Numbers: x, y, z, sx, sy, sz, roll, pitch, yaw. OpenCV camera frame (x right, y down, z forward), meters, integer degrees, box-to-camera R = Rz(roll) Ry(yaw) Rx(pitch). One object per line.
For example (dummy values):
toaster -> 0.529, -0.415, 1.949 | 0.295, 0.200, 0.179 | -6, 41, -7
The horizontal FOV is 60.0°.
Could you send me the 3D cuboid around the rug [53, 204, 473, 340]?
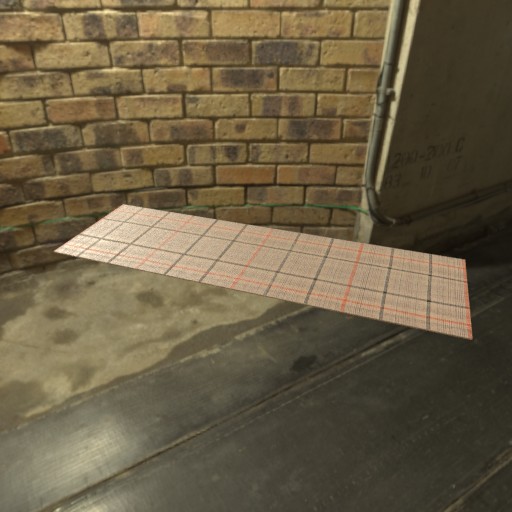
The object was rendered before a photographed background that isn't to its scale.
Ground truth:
rug -> 0.000, 0.000, 2.749 | 2.439, 0.008, 0.762 | 10, 32, 17
